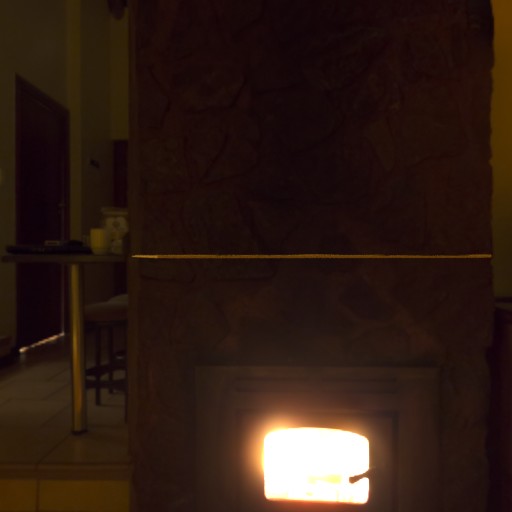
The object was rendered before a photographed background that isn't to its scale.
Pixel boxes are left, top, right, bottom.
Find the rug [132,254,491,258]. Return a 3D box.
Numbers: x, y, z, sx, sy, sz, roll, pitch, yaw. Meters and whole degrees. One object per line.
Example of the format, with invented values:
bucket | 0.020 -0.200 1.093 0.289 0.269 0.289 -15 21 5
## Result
rug | 0.000 0.000 2.978 1.521 0.015 2.436 0 0 -18
